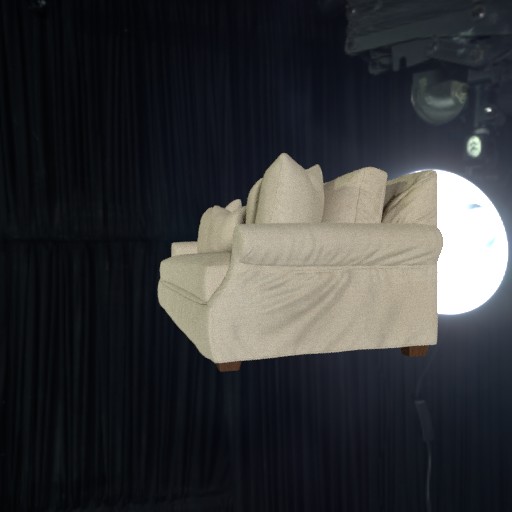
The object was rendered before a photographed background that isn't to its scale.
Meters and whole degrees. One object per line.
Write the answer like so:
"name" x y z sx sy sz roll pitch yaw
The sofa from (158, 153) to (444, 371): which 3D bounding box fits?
"sofa" 0.000 0.000 2.837 1.067 0.904 2.285 0 0 -17
